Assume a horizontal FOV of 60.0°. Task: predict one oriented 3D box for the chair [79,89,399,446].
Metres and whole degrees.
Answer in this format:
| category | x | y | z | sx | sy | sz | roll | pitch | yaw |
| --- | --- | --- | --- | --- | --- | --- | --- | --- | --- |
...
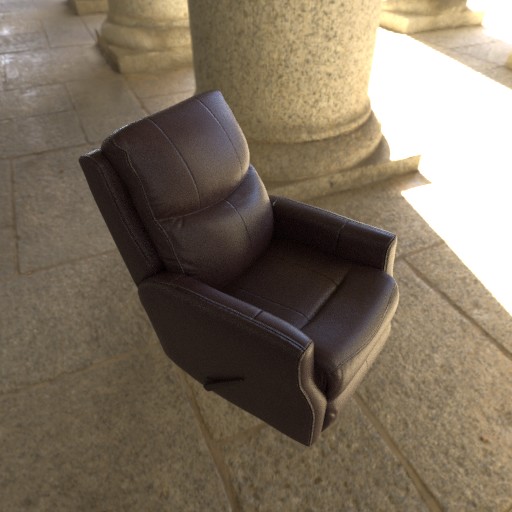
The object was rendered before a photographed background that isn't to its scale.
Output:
| category | x | y | z | sx | sy | sz | roll | pitch | yaw |
| --- | --- | --- | --- | --- | --- | --- | --- | --- | --- |
| chair | 0.000 | 0.000 | 1.776 | 1.080 | 1.030 | 0.829 | 25 | 46 | 27 |
